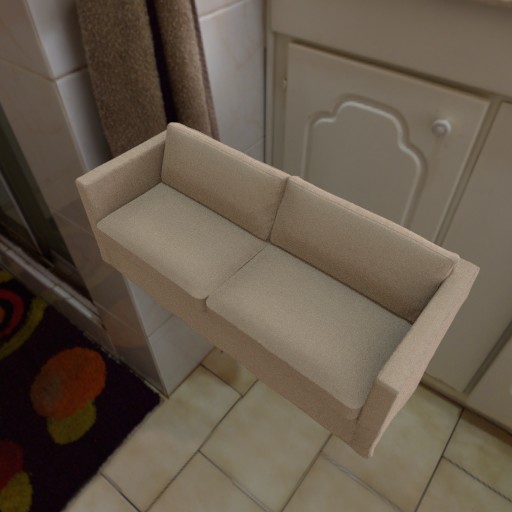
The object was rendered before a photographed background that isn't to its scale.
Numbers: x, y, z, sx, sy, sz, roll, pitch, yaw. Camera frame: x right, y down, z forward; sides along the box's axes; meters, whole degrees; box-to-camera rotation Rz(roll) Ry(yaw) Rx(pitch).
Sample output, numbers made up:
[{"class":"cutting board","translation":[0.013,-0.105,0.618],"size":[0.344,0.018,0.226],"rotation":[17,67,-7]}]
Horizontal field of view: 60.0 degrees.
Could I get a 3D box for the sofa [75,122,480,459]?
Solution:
[{"class":"sofa","translation":[0.000,0.000,2.768],"size":[2.312,0.853,0.962],"rotation":[31,54,26]}]
